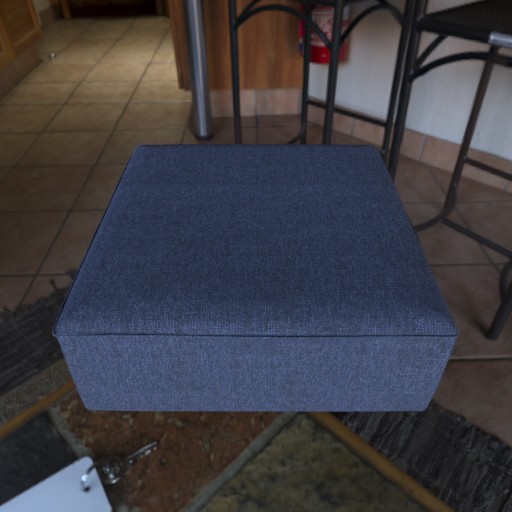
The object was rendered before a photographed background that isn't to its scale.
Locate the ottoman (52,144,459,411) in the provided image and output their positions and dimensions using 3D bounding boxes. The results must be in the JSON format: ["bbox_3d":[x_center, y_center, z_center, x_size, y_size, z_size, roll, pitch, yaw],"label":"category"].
[{"bbox_3d":[0.000,0.000,1.560,1.023,0.423,1.017,0,41,1],"label":"ottoman"}]
